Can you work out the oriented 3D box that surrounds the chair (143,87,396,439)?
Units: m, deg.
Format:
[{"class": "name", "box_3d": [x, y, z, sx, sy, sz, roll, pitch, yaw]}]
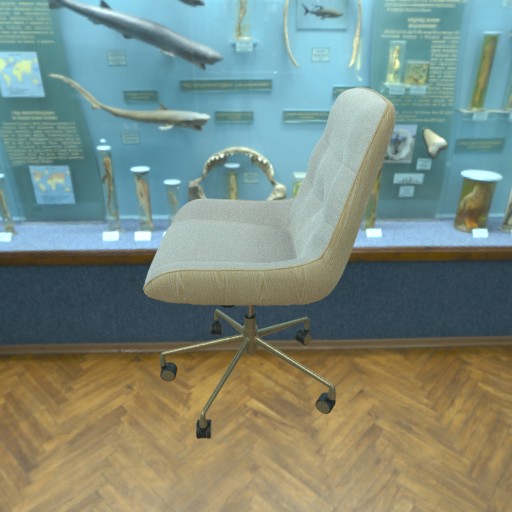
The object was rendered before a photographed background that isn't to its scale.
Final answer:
[{"class": "chair", "box_3d": [0.000, 0.000, 1.353, 0.668, 0.952, 0.564, 0, 26, -1]}]
